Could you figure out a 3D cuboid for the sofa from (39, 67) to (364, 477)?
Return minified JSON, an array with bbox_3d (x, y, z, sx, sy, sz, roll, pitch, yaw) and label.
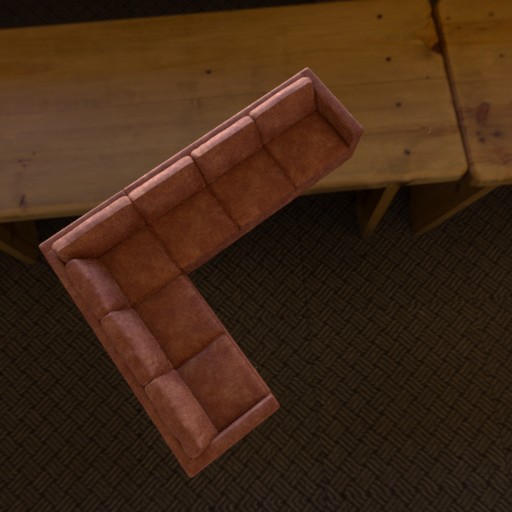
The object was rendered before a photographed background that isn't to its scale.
[{"bbox_3d":[0.000,0.000,4.295,3.150,0.838,2.438,-36,79,-8],"label":"sofa"}]
